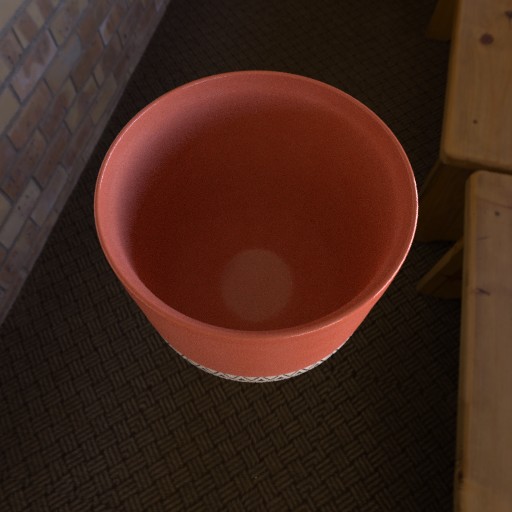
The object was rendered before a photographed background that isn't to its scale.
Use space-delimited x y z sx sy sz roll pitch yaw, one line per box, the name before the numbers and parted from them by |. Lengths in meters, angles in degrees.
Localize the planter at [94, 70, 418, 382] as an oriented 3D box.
planter | 0.000 0.000 0.487 0.266 0.270 0.266 0 63 0
